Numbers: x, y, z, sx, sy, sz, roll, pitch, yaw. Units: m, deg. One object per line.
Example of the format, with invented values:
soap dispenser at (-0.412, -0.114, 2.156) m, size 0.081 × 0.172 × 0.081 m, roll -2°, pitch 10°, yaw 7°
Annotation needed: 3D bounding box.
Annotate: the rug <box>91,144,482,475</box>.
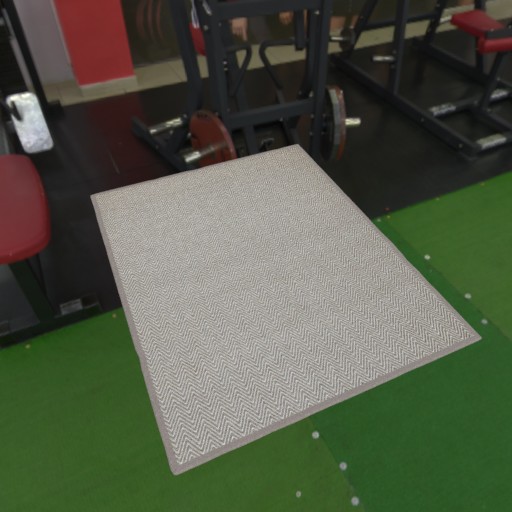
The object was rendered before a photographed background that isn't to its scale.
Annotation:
rug at (0.000, 0.000, 3.986) m, size 2.434 × 0.032 × 3.007 m, roll -18°, pitch 48°, yaw -16°
